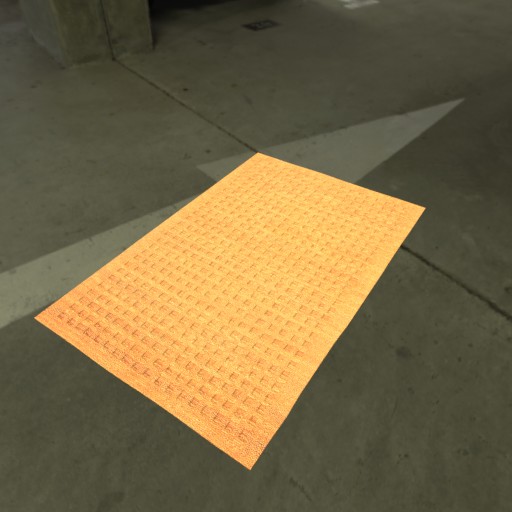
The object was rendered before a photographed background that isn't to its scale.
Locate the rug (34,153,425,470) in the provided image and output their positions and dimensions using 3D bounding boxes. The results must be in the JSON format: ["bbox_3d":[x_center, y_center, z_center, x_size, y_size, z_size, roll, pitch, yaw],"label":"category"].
[{"bbox_3d":[0.000,0.000,2.216,1.143,0.006,1.747,24,47,25],"label":"rug"}]
